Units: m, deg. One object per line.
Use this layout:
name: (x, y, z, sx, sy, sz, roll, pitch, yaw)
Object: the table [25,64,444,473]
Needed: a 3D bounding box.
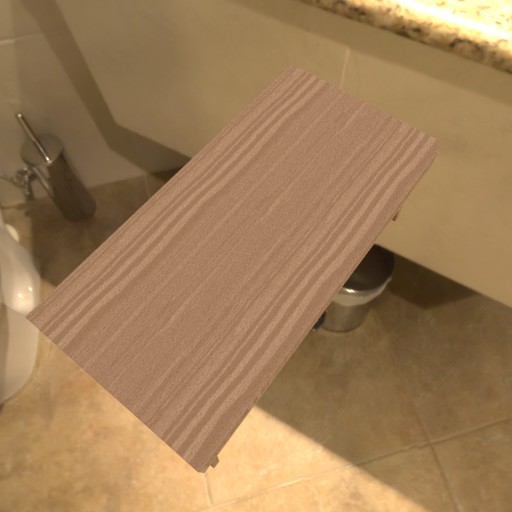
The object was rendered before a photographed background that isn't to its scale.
table: (0.000, 0.000, 1.490, 0.600, 0.450, 1.200, 34, 68, 16)
